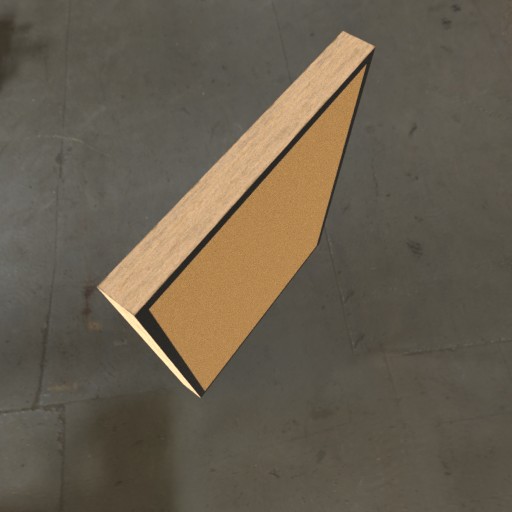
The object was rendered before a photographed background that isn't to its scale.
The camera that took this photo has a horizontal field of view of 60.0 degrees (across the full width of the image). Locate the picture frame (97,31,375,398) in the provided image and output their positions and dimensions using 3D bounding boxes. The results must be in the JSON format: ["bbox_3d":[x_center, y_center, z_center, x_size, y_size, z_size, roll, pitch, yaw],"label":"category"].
[{"bbox_3d":[0.000,0.000,0.706,0.046,0.526,0.421,34,69,15],"label":"picture frame"}]
